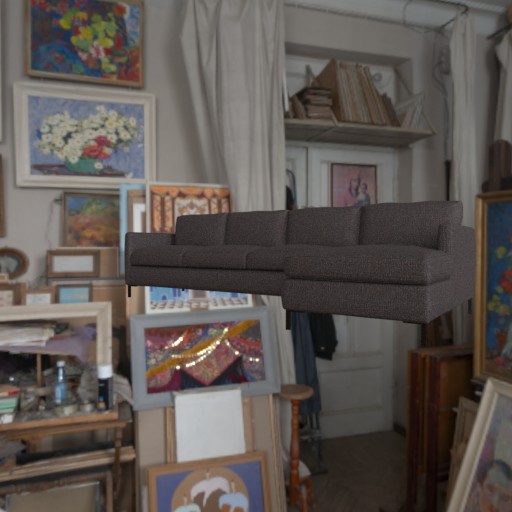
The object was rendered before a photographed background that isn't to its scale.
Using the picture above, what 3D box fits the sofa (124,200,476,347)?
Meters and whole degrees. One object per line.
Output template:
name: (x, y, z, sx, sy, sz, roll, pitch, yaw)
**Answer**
sofa: (0.000, 0.000, 3.769, 3.221, 0.892, 1.483, 1, 1, 35)
